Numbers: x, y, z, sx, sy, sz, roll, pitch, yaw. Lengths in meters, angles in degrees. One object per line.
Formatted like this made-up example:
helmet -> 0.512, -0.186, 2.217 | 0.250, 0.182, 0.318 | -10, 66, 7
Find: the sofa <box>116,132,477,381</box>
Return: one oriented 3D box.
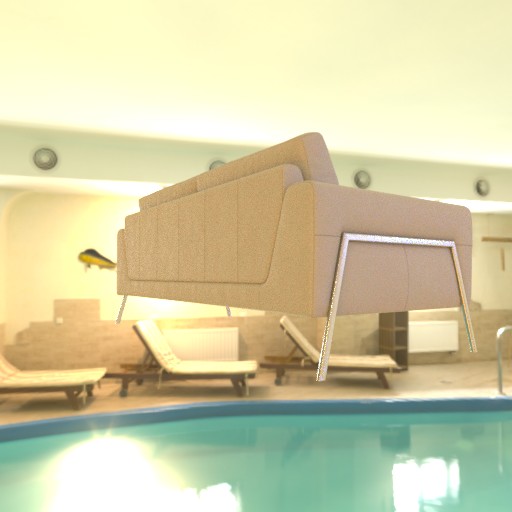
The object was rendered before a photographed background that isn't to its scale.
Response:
sofa -> 0.000, 0.000, 2.487 | 0.953, 0.875, 2.017 | 2, -3, -35
